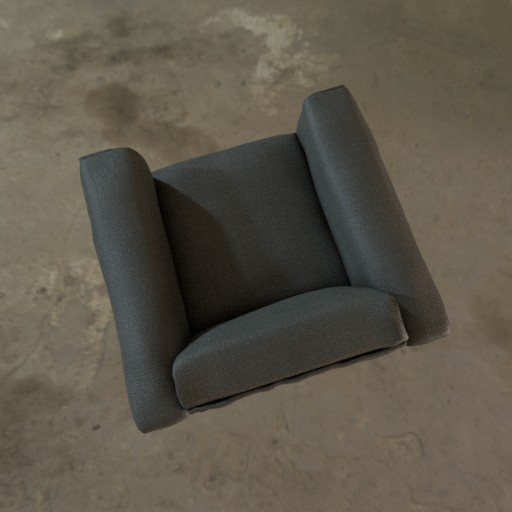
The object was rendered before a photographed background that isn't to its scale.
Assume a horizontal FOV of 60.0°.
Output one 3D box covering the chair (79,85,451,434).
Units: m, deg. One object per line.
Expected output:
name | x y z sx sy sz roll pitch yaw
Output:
chair | 0.000 0.000 1.697 1.056 0.646 0.969 -17 77 -4
